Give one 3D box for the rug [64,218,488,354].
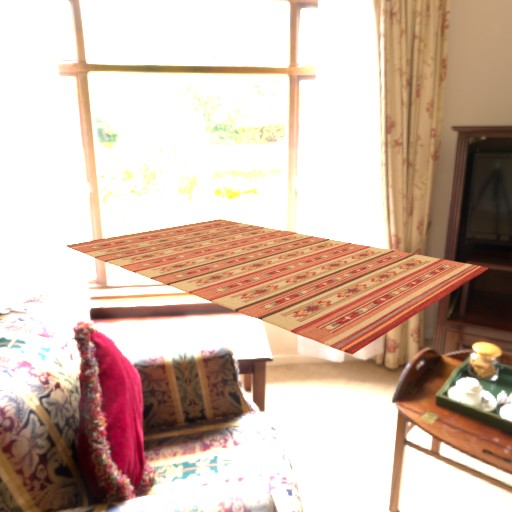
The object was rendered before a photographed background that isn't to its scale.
[{"bbox_3d":[0.000,0.000,2.962,2.431,0.010,1.535,14,20,42],"label":"rug"}]
